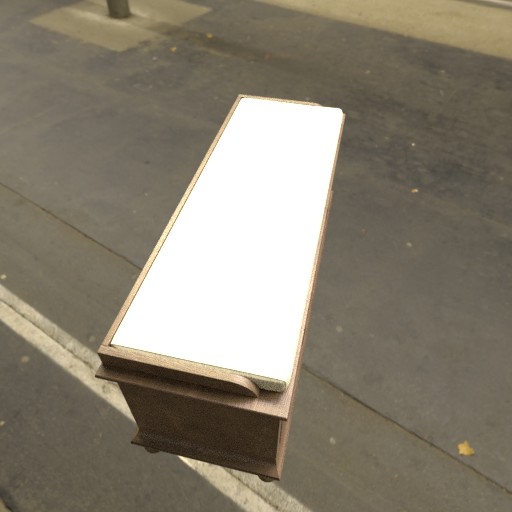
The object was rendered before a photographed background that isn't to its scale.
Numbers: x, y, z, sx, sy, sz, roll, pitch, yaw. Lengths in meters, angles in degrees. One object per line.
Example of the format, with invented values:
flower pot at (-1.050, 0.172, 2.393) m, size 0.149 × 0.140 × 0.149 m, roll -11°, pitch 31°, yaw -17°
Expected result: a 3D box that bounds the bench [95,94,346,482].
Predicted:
bench at (0.000, 0.000, 1.419) m, size 0.402 × 0.501 × 1.185 m, roll 10°, pitch 47°, yaw 9°
